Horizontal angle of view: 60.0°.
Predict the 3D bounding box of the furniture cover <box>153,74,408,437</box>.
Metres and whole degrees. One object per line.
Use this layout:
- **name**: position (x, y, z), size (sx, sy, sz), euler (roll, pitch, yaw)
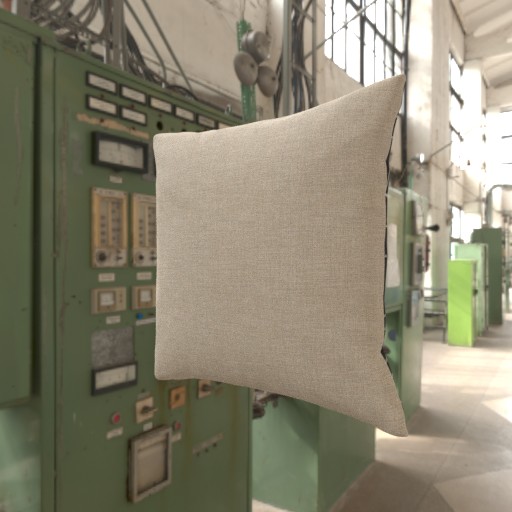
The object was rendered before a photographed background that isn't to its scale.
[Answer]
- **furniture cover**: position (0.000, 0.000, 0.766), size (0.517, 0.508, 0.158), euler (0, 0, 36)
